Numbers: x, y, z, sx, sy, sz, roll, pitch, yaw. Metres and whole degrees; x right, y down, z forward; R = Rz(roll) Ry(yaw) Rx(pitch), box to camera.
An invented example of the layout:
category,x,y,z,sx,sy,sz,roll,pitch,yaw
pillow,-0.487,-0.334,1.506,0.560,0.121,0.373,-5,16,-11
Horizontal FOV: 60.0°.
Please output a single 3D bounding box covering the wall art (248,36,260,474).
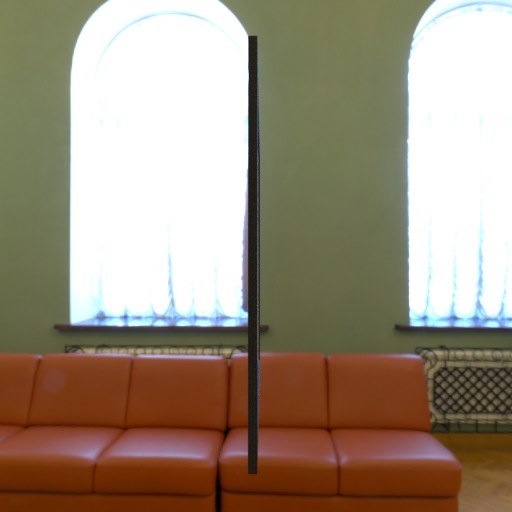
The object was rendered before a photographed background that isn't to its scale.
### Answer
category,x,y,z,sx,sy,sz,roll,pitch,yaw
wall art,0.000,0.000,0.843,0.012,0.558,0.562,0,-1,1
